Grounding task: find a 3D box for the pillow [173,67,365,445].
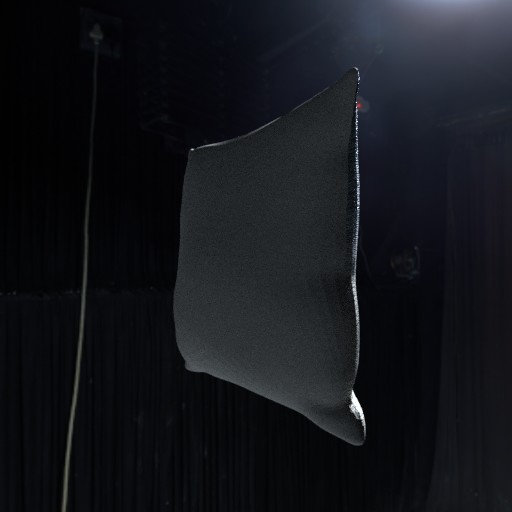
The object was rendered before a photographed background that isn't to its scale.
[{"bbox_3d":[0.000,0.000,0.688,0.182,0.441,0.440,1,-2,-35],"label":"pillow"}]
